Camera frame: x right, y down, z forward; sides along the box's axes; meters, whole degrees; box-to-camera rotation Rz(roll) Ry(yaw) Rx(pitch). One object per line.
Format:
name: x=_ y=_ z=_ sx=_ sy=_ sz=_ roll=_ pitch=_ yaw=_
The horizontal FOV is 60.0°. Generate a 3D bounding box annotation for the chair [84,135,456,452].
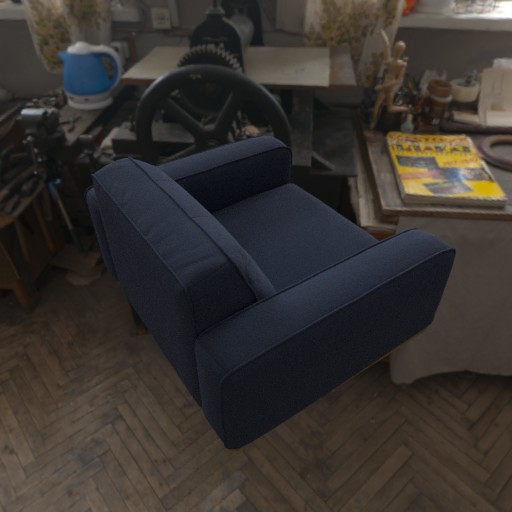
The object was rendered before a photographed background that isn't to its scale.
chair: x=0.000 y=0.000 z=1.754 sx=0.953 sy=0.783 sz=1.118 roll=-24 pitch=46 yaw=-26
